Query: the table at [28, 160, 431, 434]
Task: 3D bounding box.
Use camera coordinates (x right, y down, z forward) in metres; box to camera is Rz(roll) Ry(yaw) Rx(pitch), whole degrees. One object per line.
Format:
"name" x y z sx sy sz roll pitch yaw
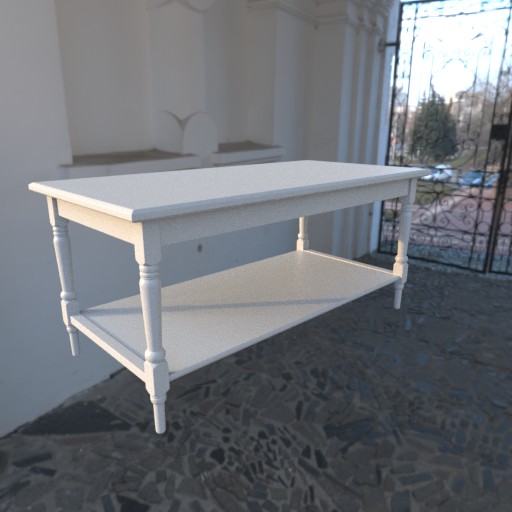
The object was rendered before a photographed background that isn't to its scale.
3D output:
"table" 0.000 0.000 1.395 1.109 0.506 0.551 -15 22 -41
